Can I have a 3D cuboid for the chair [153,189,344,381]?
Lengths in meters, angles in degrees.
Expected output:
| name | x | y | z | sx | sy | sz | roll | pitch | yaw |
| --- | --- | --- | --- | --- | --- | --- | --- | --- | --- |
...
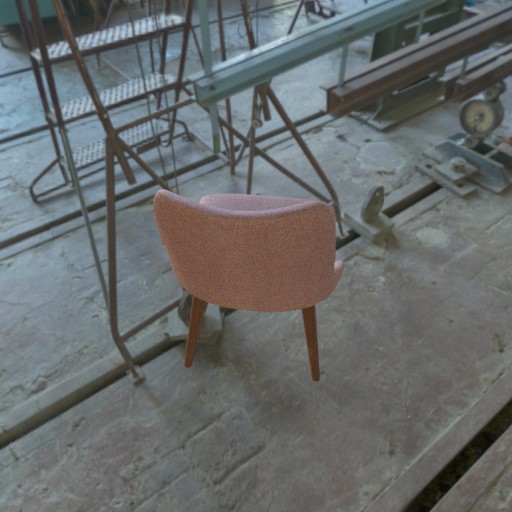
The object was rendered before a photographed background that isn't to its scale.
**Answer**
| name | x | y | z | sx | sy | sz | roll | pitch | yaw |
| --- | --- | --- | --- | --- | --- | --- | --- | --- | --- |
| chair | 0.000 | 0.000 | 1.349 | 0.535 | 0.918 | 0.707 | 5 | 46 | 5 |
